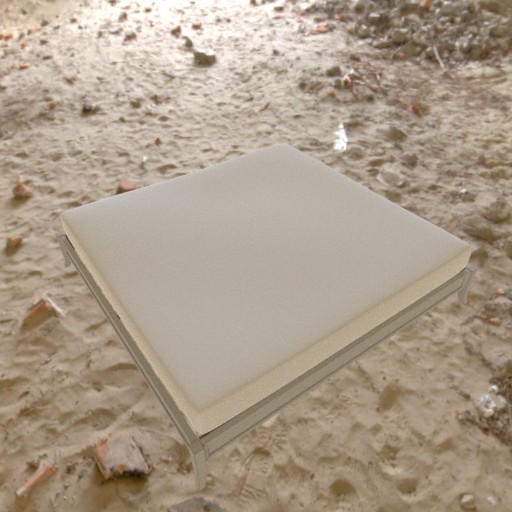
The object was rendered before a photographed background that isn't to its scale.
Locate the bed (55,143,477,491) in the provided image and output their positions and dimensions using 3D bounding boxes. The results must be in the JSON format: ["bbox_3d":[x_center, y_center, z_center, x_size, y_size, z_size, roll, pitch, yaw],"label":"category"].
[{"bbox_3d":[0.000,0.000,3.019,2.108,0.510,2.007,-24,45,-27],"label":"bed"}]
